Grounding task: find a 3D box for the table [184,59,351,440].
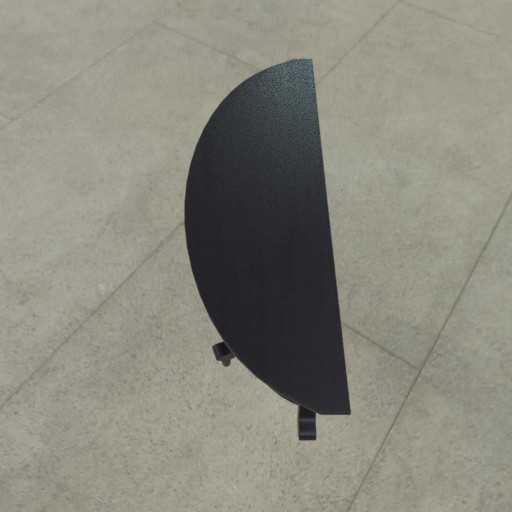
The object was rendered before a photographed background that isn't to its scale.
[{"bbox_3d":[0.000,0.000,1.531,0.394,0.692,1.198,0,58,0],"label":"table"}]
